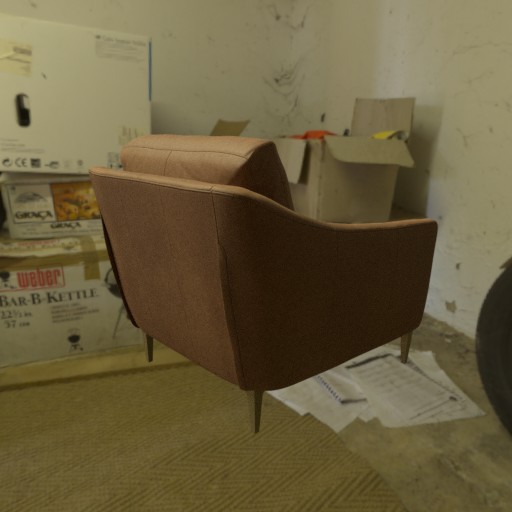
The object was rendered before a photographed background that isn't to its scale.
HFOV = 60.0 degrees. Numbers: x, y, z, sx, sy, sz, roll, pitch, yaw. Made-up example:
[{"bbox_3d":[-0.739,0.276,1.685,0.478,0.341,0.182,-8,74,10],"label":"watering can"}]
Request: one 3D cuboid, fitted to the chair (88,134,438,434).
[{"bbox_3d":[0.000,0.000,1.685,0.963,0.895,0.988,-16,22,-43],"label":"chair"}]
